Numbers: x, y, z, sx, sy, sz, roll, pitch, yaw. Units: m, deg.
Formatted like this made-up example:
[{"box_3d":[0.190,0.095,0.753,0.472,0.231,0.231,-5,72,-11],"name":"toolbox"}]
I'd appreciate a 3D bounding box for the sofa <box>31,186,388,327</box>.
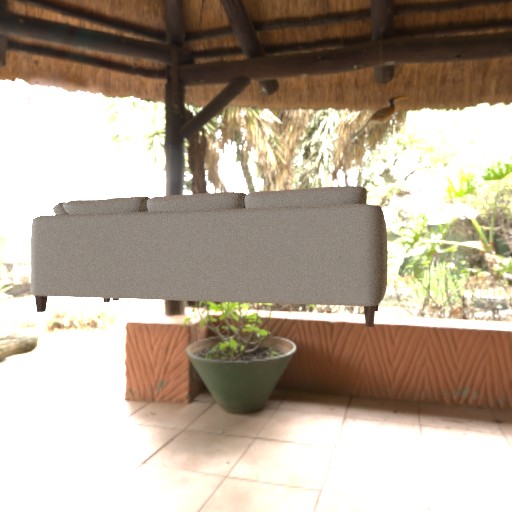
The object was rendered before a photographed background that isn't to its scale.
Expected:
[{"box_3d":[0.000,0.000,4.433,2.551,0.853,3.238,0,0,17],"name":"sofa"}]
